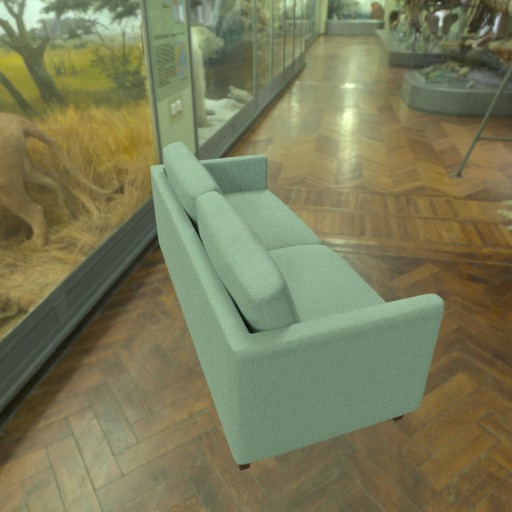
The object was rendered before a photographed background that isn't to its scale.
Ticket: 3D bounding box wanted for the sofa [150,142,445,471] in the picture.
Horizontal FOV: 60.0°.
[{"bbox_3d":[0.000,0.000,2.707,0.951,0.965,2.208,-10,31,-17],"label":"sofa"}]
